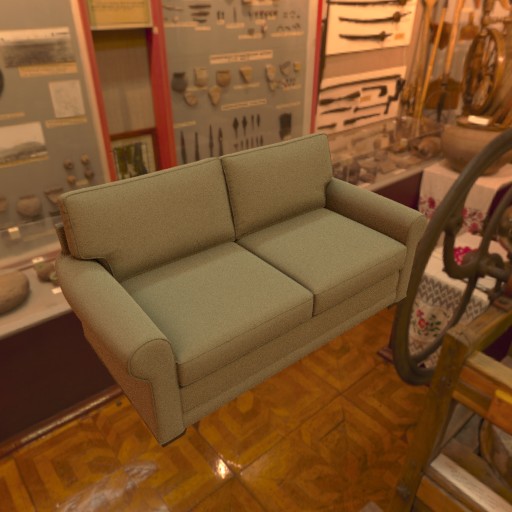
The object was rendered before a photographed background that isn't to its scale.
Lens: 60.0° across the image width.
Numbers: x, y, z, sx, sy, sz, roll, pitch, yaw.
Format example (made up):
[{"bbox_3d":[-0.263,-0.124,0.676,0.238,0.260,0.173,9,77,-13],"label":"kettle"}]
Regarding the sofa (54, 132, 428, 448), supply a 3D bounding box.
[{"bbox_3d":[0.000,0.000,2.426,1.930,0.952,0.940,-22,37,-32],"label":"sofa"}]
